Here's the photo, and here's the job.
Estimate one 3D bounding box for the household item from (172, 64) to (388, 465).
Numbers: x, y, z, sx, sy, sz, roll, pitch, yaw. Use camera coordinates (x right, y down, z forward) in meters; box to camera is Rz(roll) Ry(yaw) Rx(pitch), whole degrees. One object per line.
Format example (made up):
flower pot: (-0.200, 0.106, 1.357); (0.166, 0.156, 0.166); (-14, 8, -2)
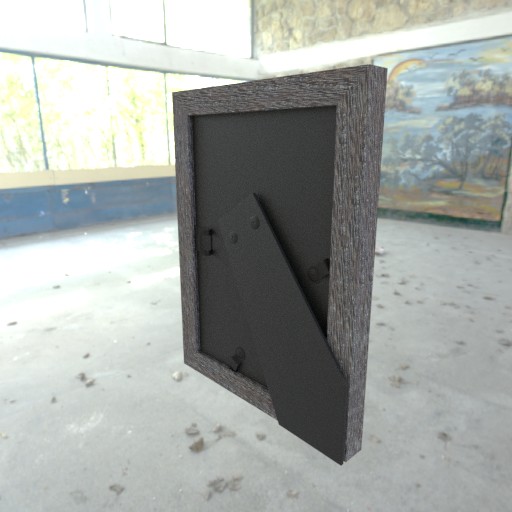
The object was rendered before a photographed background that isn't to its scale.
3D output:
household item: (0.000, 0.000, 0.285); (0.020, 0.210, 0.160); (-13, 20, -42)
